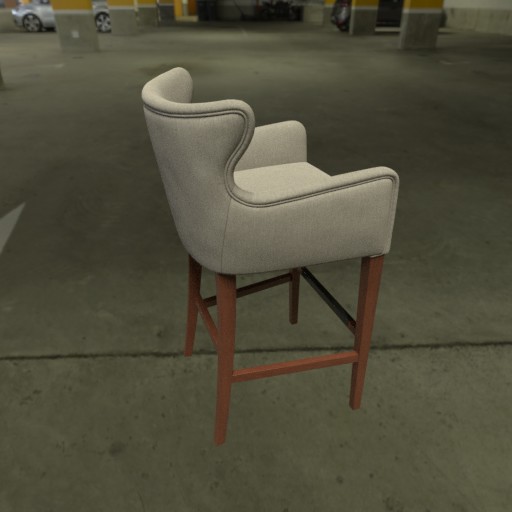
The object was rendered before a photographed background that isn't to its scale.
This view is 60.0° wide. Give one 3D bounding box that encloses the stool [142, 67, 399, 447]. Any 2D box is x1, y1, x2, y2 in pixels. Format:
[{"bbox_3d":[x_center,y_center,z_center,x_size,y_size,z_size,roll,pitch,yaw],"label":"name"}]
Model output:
[{"bbox_3d":[0.000,0.000,1.388,0.575,1.047,0.575,-11,32,-18],"label":"stool"}]
